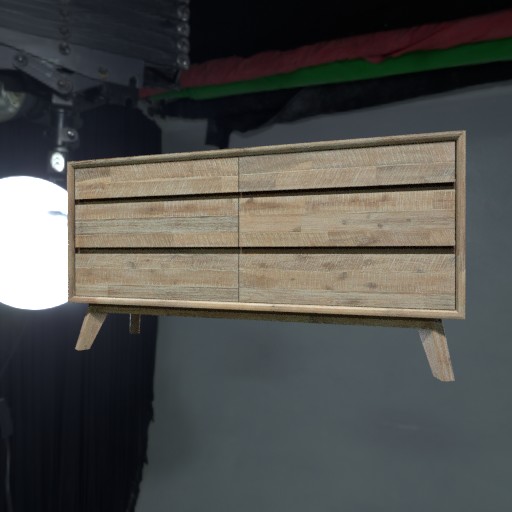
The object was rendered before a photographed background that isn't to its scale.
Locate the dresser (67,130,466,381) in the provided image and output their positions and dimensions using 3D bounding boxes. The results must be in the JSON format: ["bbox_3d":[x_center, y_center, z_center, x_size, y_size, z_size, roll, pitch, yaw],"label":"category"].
[{"bbox_3d":[0.000,0.000,1.870,1.554,0.805,0.455,0,0,18],"label":"dresser"}]
